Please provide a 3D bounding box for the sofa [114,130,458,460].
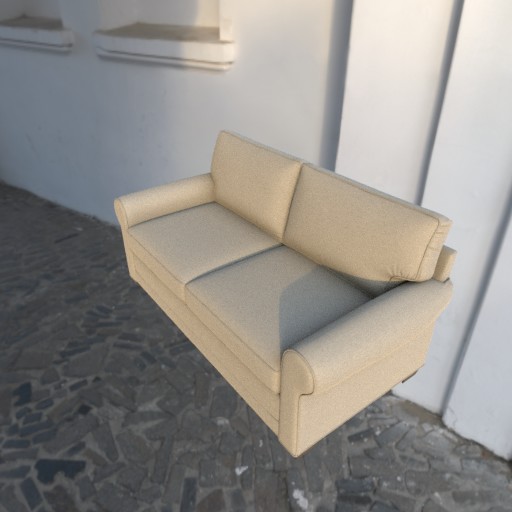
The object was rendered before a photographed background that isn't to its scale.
[{"bbox_3d":[0.000,0.000,2.463,0.940,0.952,1.930,-21,37,-31],"label":"sofa"}]
